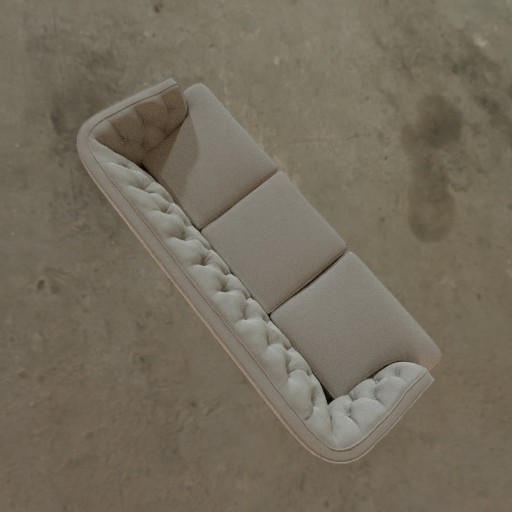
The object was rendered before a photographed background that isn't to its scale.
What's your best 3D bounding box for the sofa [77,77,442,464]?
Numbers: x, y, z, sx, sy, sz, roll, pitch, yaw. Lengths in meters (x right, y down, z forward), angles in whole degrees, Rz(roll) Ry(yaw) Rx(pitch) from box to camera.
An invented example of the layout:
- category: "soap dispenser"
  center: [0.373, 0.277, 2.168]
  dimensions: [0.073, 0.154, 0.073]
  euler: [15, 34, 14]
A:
- category: "sofa"
  center: [0.000, 0.000, 2.656]
  dimensions: [0.941, 0.855, 2.278]
  euler: [-38, 80, -8]
